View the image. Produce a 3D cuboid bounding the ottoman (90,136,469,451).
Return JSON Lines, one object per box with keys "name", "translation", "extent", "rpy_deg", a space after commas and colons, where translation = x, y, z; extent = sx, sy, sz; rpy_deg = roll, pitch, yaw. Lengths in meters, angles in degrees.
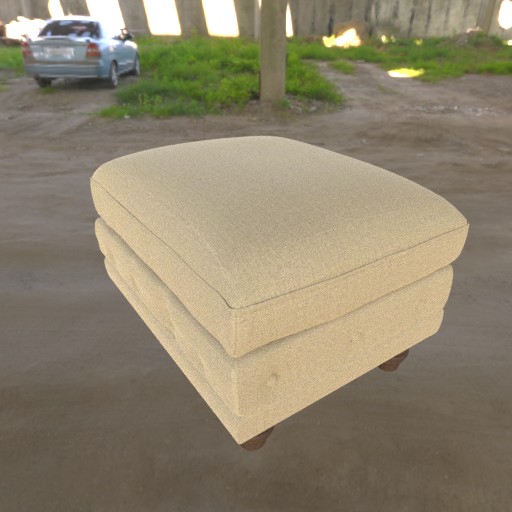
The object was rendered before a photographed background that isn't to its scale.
{"name": "ottoman", "translation": [0.000, 0.000, 1.014], "extent": [0.541, 0.463, 0.684], "rpy_deg": [-18, 33, -29]}
